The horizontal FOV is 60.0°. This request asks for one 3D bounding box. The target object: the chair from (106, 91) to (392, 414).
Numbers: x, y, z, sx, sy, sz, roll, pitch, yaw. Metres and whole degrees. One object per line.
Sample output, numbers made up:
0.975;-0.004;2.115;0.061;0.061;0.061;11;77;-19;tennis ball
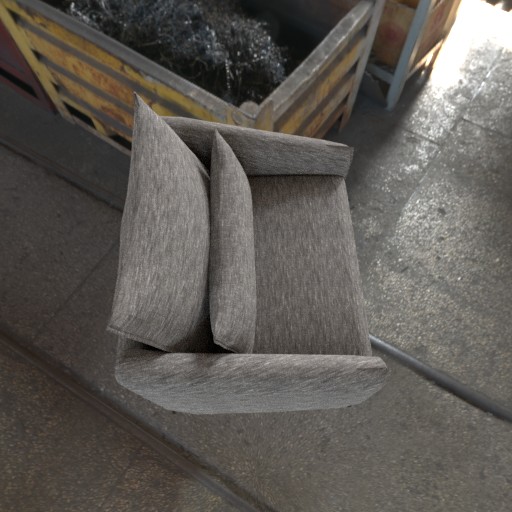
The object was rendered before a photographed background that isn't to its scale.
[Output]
0.000;0.000;1.589;0.805;0.842;1.004;-2;64;-1;chair
